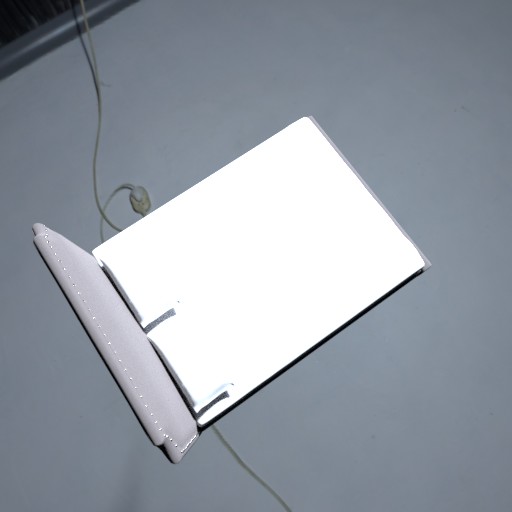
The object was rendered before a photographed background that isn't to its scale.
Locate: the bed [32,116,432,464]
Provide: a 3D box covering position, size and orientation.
[{"bbox_3d":[0.000,0.000,3.381,2.372,1.443,1.713,-34,79,-8],"label":"bed"}]
